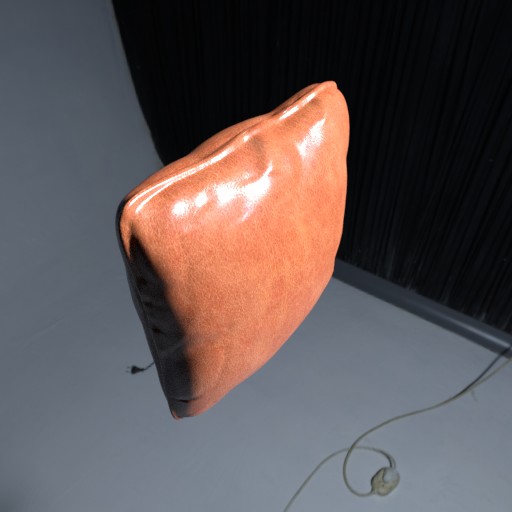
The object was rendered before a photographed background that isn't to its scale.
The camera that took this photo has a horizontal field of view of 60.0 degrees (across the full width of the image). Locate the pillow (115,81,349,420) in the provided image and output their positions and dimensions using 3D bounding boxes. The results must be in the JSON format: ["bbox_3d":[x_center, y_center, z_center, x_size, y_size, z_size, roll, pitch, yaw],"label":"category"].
[{"bbox_3d":[0.000,0.000,0.836,0.236,0.523,0.532,27,48,27],"label":"pillow"}]
